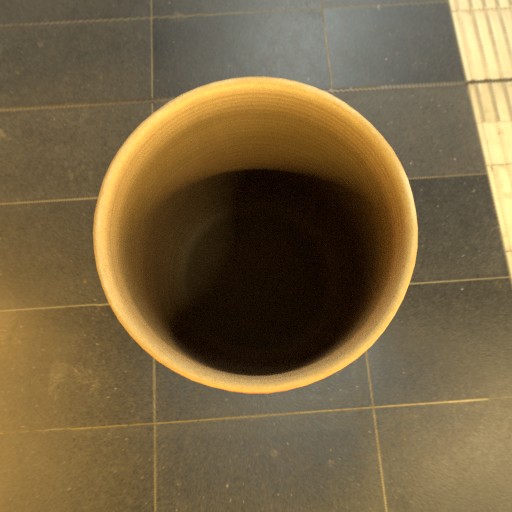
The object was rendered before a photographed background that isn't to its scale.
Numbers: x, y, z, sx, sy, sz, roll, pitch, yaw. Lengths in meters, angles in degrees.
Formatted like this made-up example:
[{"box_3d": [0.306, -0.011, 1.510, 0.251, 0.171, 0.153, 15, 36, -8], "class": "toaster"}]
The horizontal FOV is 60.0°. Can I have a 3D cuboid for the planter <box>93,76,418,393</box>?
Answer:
[{"box_3d": [0.000, 0.000, 0.290, 0.170, 0.152, 0.170, 0, 75, 0], "class": "planter"}]
